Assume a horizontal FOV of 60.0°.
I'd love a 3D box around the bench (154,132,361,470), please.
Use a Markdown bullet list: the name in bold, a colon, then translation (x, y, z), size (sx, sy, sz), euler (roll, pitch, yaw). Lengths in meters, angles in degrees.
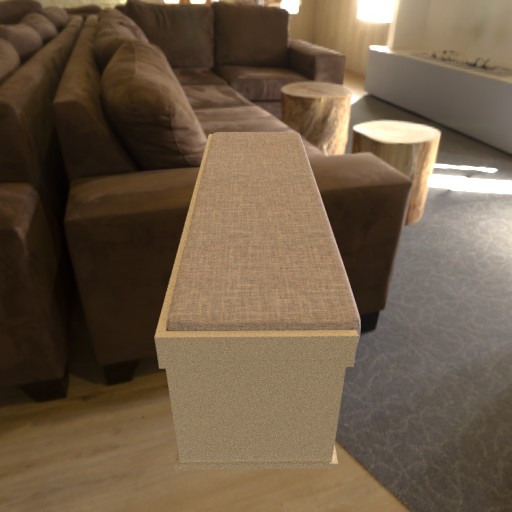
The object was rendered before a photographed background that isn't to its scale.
- **bench**: translation (0.000, 0.000, 1.378), size (0.363, 0.453, 1.196), euler (0, 32, -1)
